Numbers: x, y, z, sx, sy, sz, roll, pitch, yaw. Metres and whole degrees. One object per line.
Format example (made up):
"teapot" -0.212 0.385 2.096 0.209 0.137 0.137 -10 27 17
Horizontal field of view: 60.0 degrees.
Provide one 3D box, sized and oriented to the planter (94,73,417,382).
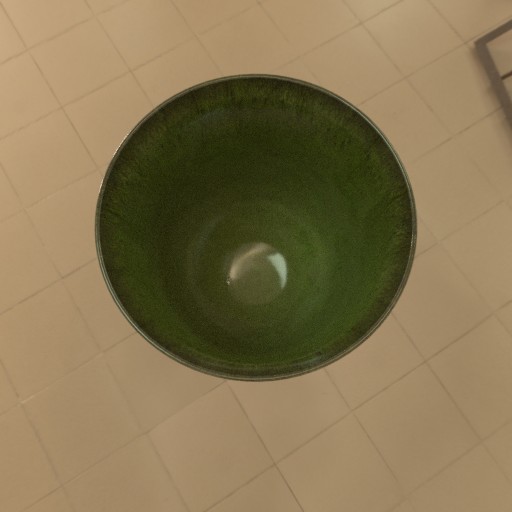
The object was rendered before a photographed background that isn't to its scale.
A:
"planter" 0.000 0.000 0.467 0.245 0.270 0.245 0 76 0
